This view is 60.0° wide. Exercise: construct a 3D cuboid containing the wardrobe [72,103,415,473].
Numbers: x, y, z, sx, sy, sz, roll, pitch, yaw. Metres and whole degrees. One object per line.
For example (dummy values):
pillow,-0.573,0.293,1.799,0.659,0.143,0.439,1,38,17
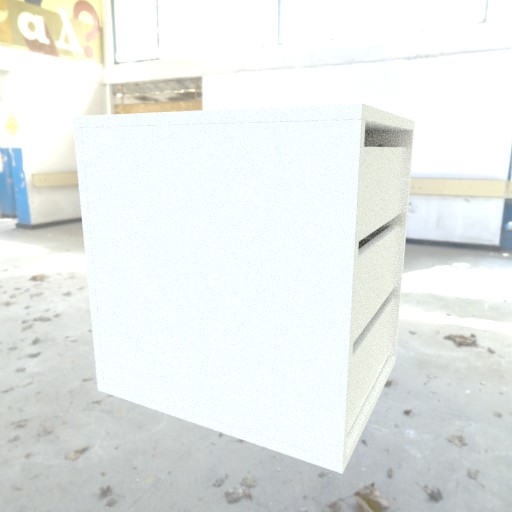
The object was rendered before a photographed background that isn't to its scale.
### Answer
wardrobe,0.000,0.000,0.878,0.500,0.520,0.400,7,15,27
